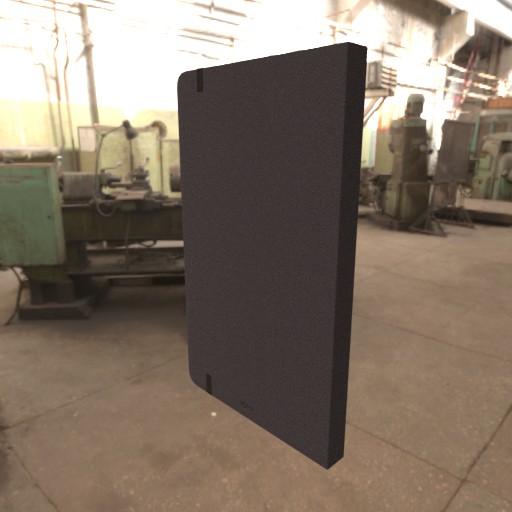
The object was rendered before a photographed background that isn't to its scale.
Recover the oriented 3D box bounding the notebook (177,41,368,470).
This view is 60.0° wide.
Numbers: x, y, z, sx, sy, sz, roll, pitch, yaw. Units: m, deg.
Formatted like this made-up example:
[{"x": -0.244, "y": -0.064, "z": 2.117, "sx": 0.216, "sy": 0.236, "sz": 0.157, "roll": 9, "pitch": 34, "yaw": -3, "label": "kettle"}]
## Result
[{"x": 0.000, "y": 0.000, "z": 0.261, "sx": 0.016, "sy": 0.213, "sz": 0.127, "roll": -14, "pitch": 20, "yaw": -42, "label": "notebook"}]
